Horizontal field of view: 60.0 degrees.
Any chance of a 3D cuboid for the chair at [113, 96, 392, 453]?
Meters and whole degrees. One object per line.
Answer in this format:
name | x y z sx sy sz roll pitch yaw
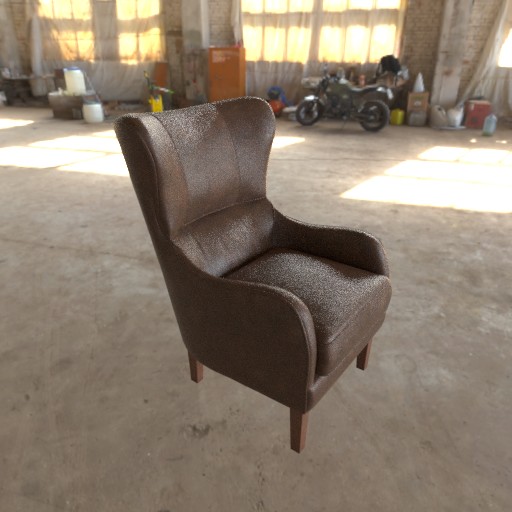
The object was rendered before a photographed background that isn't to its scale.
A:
chair | 0.000 0.000 1.661 0.914 1.048 0.692 18 31 32
